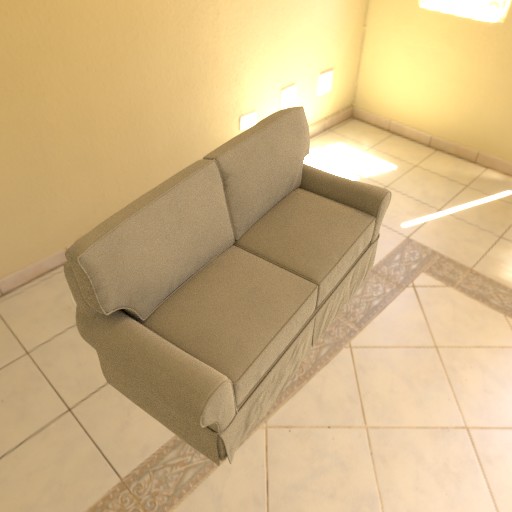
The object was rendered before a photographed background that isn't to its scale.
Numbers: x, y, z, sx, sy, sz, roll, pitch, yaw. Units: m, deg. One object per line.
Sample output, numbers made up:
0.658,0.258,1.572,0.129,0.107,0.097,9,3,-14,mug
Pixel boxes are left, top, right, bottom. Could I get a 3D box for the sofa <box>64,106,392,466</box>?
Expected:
0.000,0.000,2.387,0.841,1.024,1.823,26,48,25,sofa
